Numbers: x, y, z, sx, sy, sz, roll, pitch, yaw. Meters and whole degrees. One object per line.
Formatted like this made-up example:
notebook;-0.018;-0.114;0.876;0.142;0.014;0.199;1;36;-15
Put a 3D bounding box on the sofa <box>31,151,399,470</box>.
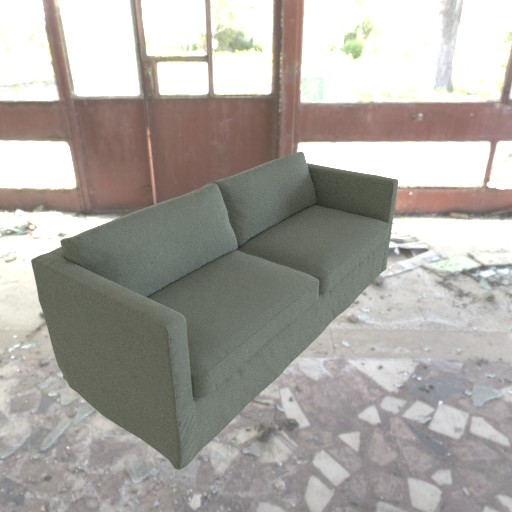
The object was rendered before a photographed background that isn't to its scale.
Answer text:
sofa;0.000;0.000;2.756;0.962;0.853;2.312;18;32;32
